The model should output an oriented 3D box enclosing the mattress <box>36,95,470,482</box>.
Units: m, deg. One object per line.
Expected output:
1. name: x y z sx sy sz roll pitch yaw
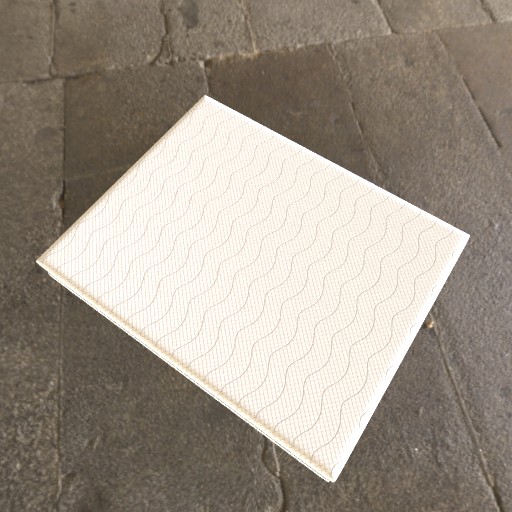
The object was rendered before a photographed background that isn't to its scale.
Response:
1. mattress: 0.000 0.000 2.693 2.000 0.230 1.600 32 68 15
